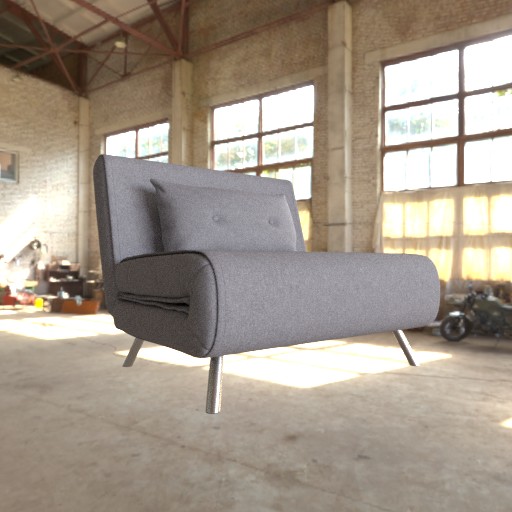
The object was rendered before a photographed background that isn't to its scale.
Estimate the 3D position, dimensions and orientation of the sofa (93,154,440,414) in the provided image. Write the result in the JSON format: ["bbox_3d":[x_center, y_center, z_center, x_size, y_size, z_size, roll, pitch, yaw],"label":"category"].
[{"bbox_3d":[0.000,0.000,1.751,1.020,0.825,1.000,1,-1,-36],"label":"sofa"}]
